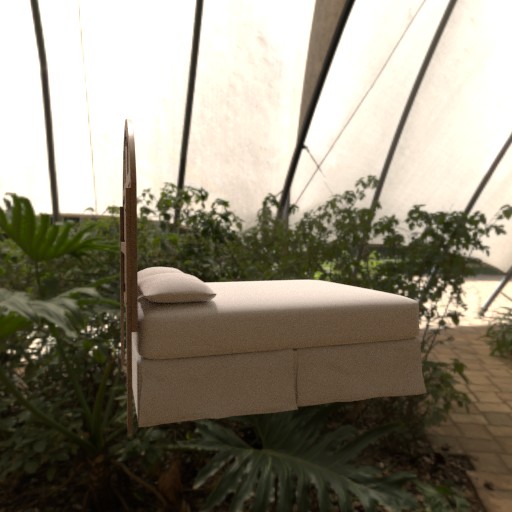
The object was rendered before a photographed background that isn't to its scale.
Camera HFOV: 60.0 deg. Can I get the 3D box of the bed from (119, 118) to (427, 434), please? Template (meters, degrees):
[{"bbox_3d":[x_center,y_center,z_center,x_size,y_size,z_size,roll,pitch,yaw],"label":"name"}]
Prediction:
[{"bbox_3d":[0.000,0.000,3.648,2.112,2.002,1.713,-1,2,-18],"label":"bed"}]
